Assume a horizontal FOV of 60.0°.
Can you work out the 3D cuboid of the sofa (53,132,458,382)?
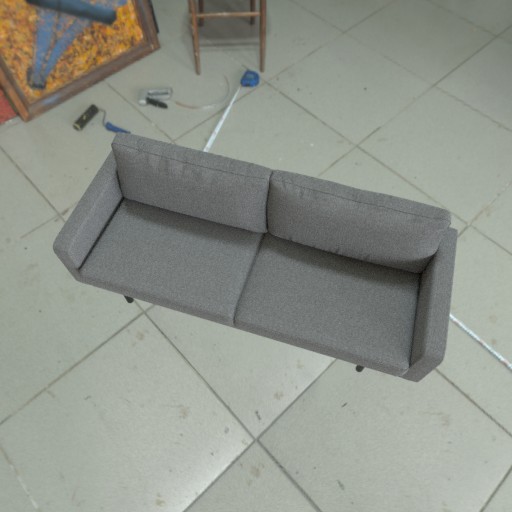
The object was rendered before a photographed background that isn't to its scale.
[{"bbox_3d":[0.000,0.000,2.690,2.200,0.880,0.880,15,61,9],"label":"sofa"}]
